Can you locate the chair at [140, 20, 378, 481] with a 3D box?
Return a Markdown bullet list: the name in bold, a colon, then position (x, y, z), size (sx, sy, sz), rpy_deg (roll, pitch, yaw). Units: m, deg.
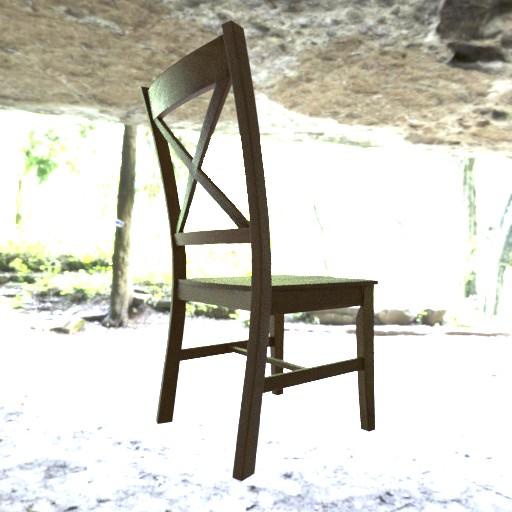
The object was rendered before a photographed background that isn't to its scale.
- **chair**: position (0.000, 0.000, 1.265), size (0.542, 0.983, 0.485), rpy_deg (0, 0, -37)
